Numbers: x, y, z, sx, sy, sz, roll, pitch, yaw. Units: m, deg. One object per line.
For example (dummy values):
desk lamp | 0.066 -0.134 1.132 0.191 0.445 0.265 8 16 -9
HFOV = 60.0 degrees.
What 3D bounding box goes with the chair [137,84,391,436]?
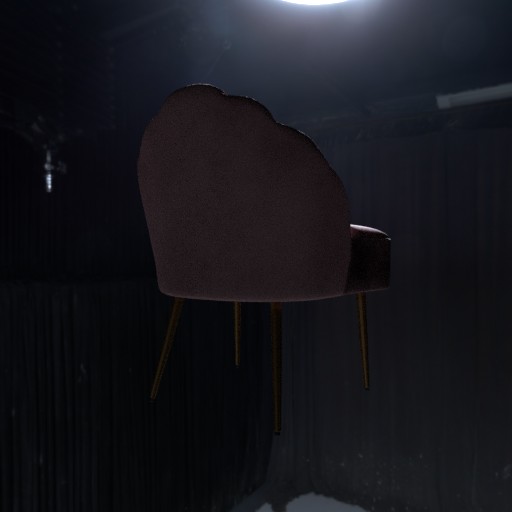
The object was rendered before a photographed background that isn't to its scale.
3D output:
chair | 0.000 0.000 1.301 0.657 0.819 0.599 0 0 35
